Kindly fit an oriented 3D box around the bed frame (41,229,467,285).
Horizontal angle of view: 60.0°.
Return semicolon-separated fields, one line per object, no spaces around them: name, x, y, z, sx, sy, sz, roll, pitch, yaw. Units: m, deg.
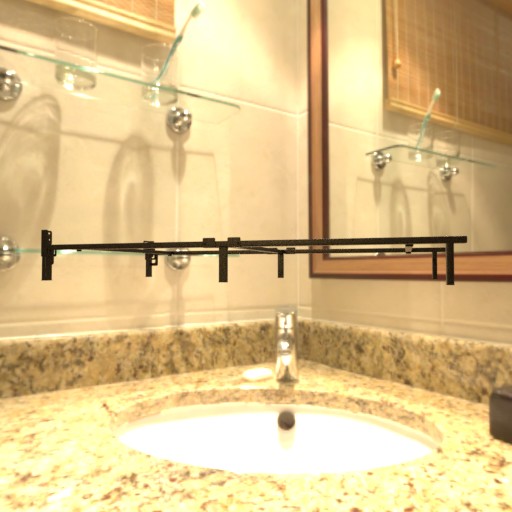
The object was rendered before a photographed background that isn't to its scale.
bed frame;0.000;0.000;2.318;1.897;0.248;0.968;-1;-2;19
